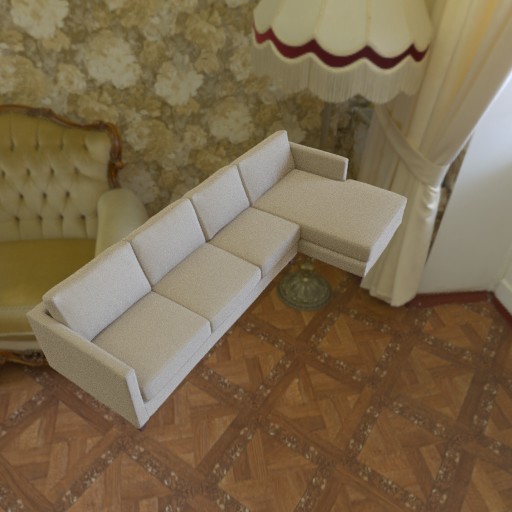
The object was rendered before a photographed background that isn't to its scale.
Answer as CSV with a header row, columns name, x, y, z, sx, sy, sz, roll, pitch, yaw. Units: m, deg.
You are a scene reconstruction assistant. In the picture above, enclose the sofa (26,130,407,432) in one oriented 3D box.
name,x,y,z,sx,sy,sz,roll,pitch,yaw
sofa,0.000,0.000,3.781,1.625,0.861,3.186,23,46,24
